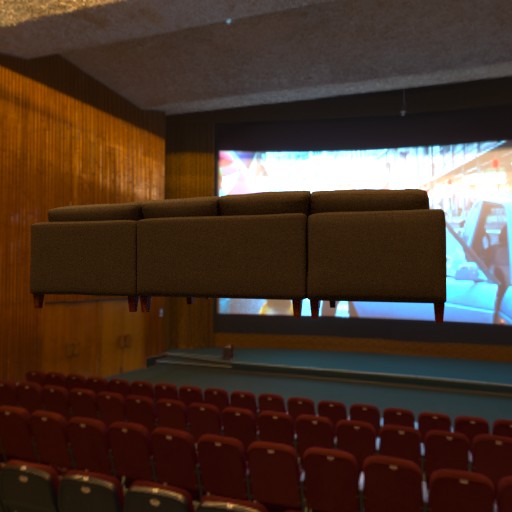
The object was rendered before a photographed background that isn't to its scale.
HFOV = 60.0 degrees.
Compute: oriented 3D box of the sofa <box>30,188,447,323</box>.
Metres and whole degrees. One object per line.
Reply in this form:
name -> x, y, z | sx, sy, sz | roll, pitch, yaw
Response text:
sofa -> 0.000, 0.000, 4.615 | 3.460, 0.961, 2.594 | 0, -1, 18
